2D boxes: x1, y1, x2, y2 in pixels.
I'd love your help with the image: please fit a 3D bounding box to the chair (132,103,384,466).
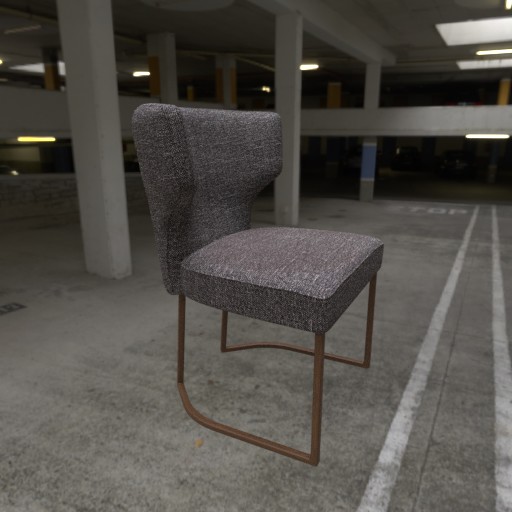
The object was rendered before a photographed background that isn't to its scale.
[{"bbox_3d":[0.000,0.000,1.273,0.617,0.824,0.611,8,18,26],"label":"chair"}]
